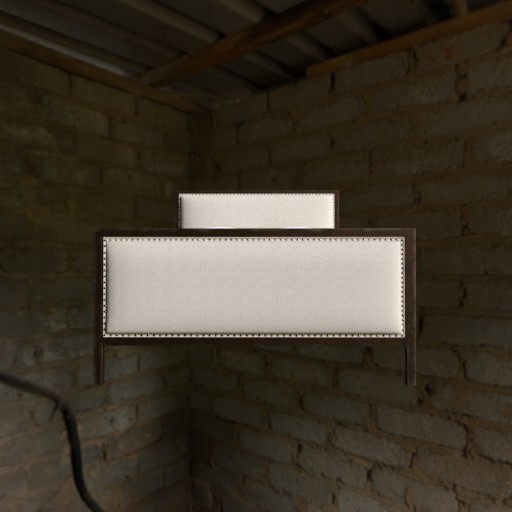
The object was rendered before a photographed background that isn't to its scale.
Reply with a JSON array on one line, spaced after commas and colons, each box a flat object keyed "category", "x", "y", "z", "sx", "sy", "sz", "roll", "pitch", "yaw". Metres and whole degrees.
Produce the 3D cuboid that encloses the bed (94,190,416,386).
[{"category": "bed", "x": 0.000, "y": 0.000, "z": 3.282, "sx": 1.607, "sy": 1.313, "sz": 2.221, "roll": 0, "pitch": -1, "yaw": 0}]
